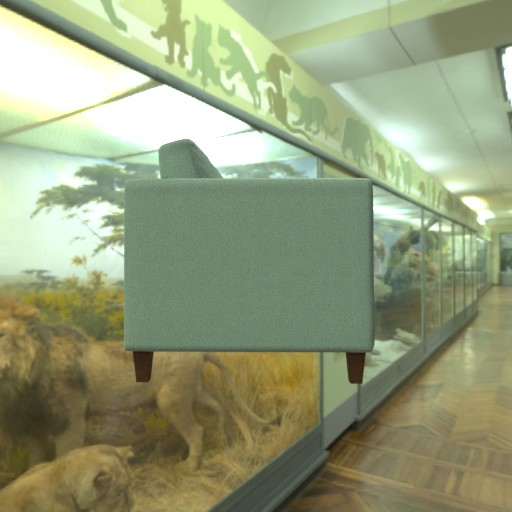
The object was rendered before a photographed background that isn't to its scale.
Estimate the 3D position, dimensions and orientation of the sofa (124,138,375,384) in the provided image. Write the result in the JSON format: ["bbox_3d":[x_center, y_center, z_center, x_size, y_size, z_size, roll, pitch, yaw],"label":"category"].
[{"bbox_3d":[0.000,0.000,2.694,0.951,0.965,2.208,0,0,1],"label":"sofa"}]
